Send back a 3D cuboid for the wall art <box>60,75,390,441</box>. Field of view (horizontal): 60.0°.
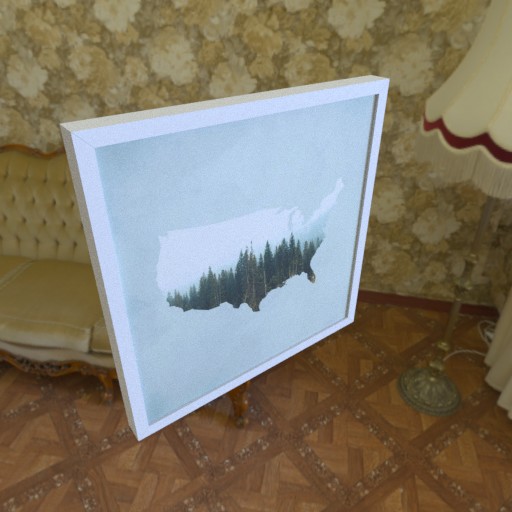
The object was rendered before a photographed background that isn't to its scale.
[{"bbox_3d":[0.000,0.000,0.441,0.304,0.304,0.024,-21,37,-30],"label":"wall art"}]
